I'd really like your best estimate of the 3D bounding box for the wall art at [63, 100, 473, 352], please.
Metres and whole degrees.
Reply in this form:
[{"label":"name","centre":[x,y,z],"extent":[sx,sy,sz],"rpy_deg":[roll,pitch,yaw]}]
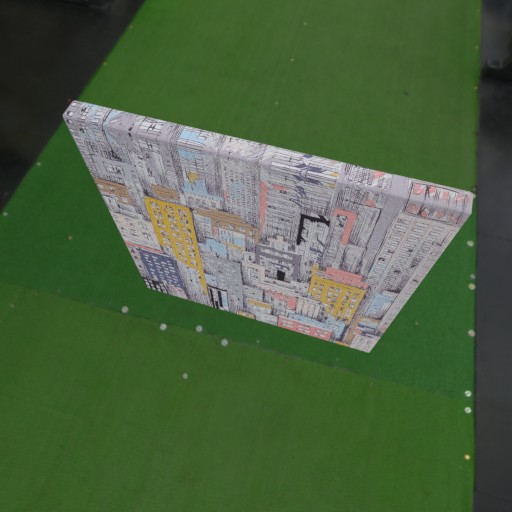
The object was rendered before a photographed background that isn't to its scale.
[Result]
[{"label":"wall art","centre":[0.000,0.000,1.127],"extent":[0.761,0.762,0.048],"rpy_deg":[15,62,8]}]
